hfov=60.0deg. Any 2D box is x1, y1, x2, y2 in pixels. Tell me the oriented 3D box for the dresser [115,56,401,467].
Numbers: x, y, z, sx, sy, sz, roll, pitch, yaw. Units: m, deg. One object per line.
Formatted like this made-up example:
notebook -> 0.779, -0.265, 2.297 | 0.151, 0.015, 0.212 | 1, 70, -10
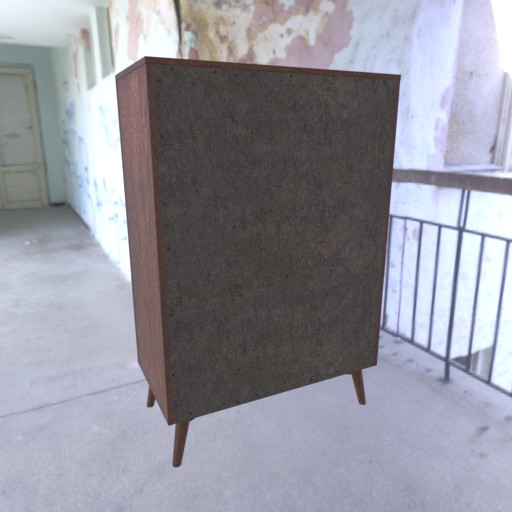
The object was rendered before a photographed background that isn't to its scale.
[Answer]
dresser -> 0.000, 0.000, 1.797 | 0.919, 1.365, 0.498 | -8, 17, -25
